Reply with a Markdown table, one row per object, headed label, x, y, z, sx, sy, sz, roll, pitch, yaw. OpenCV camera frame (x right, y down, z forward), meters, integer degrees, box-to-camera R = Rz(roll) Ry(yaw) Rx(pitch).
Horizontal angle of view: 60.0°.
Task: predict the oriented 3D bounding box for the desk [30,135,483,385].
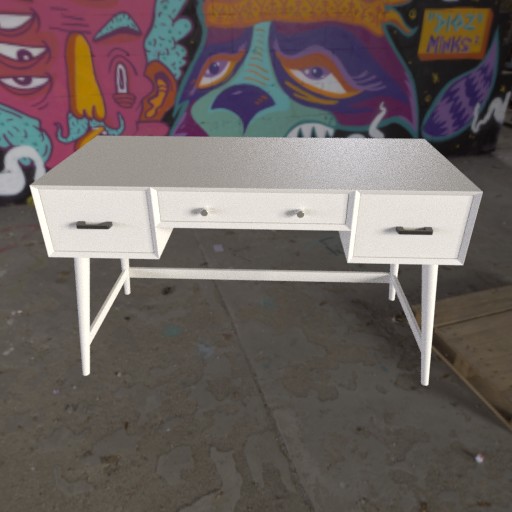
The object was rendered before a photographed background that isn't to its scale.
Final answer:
| label | x | y | z | sx | sy | sz | roll | pitch | yaw |
| --- | --- | --- | --- | --- | --- | --- | --- | --- | --- |
| desk | 0.000 | 0.000 | 1.711 | 1.313 | 0.762 | 0.589 | 1 | 30 | 2 |
